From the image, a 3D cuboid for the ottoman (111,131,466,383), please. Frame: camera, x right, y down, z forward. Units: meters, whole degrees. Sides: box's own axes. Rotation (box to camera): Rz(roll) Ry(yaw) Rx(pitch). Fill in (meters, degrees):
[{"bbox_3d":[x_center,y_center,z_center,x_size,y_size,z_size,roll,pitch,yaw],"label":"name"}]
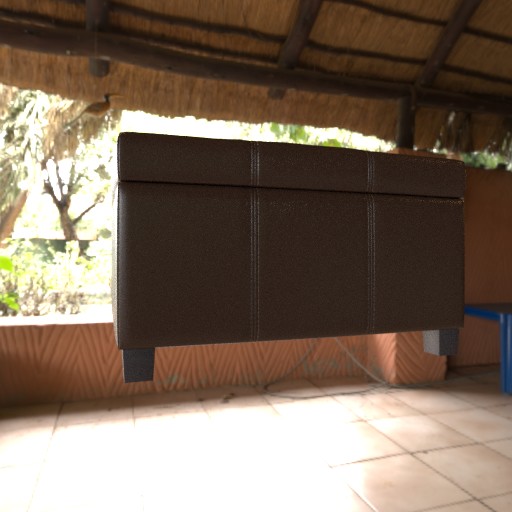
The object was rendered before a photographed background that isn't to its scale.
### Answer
[{"bbox_3d":[0.000,0.000,1.267,0.787,0.460,0.788,0,0,-18],"label":"ottoman"}]
